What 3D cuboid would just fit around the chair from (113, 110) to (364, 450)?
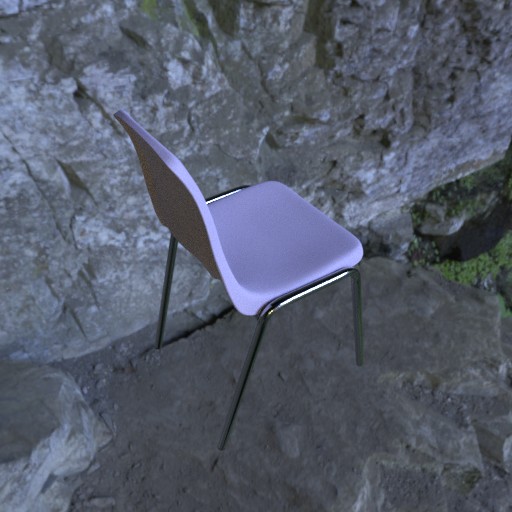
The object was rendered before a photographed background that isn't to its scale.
[{"bbox_3d":[0.000,0.000,0.964,0.436,0.704,0.381,-24,47,-25],"label":"chair"}]
